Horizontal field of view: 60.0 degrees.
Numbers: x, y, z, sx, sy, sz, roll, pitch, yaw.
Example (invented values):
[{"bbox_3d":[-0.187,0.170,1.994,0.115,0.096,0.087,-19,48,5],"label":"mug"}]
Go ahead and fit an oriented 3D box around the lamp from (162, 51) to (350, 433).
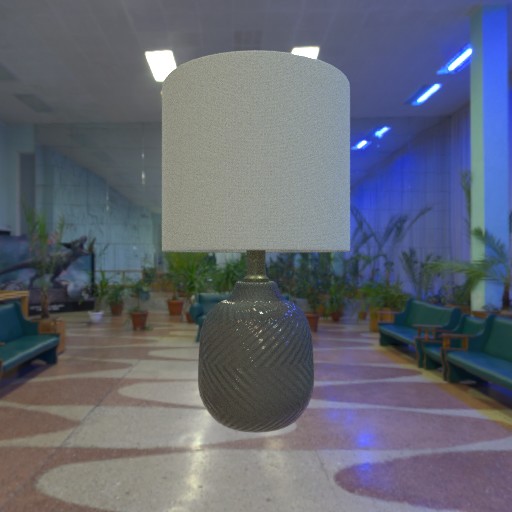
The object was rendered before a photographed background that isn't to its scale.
[{"bbox_3d":[0.000,0.000,0.497,0.207,0.366,0.207,0,0,0],"label":"lamp"}]
